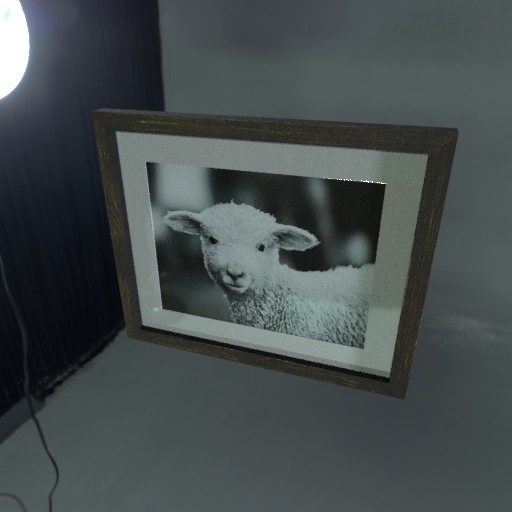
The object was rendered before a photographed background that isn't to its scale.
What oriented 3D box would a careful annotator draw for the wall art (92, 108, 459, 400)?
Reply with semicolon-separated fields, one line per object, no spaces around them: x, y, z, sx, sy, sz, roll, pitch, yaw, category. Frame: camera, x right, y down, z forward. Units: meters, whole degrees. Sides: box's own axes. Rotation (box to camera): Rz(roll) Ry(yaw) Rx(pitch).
0.000;0.000;0.762;0.558;0.457;0.032;9;28;17;wall art
